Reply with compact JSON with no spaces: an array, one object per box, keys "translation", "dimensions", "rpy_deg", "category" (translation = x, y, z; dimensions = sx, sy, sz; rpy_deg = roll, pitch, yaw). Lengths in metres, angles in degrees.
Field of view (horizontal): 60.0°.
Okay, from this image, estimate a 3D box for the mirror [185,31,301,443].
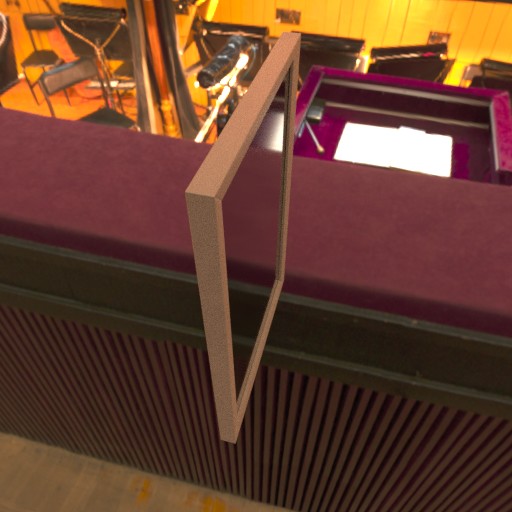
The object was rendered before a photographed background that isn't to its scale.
[{"translation":[0.000,0.000,0.923],"dimensions":[0.040,0.710,0.507],"rpy_deg":[11,47,10],"category":"mirror"}]
